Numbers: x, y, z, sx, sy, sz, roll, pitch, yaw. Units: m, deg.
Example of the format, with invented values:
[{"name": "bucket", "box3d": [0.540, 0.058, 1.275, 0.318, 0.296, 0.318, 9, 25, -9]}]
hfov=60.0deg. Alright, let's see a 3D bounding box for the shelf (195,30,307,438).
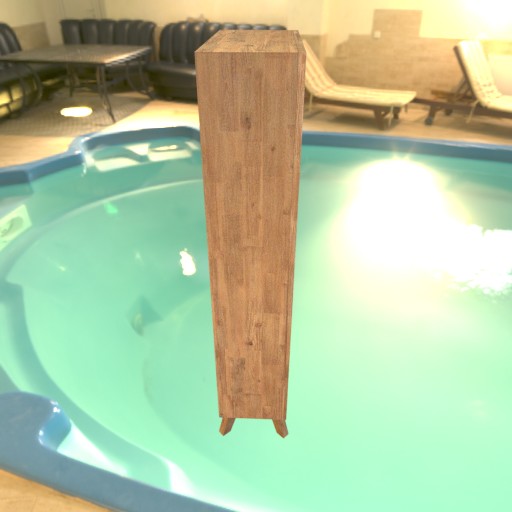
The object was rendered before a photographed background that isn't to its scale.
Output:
[{"name": "shelf", "box3d": [0.000, 0.000, 1.518, 0.267, 1.342, 0.491, 1, 32, 2]}]
